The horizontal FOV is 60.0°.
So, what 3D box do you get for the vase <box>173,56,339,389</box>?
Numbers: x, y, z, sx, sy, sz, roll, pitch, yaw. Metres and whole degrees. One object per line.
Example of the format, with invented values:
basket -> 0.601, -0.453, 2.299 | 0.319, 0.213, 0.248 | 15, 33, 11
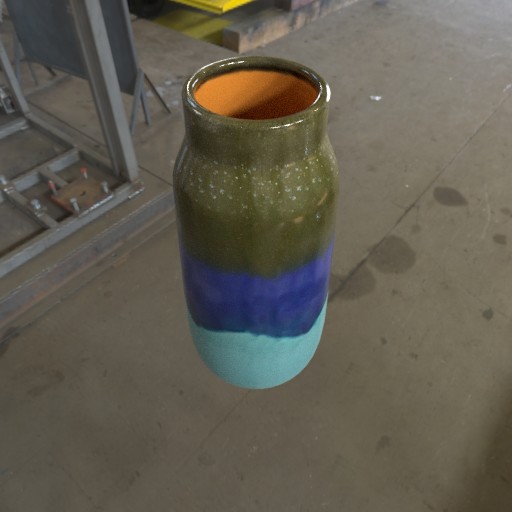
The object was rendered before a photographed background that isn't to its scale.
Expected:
vase -> 0.000, 0.000, 0.390 | 0.139, 0.313, 0.139 | 0, 47, 0
